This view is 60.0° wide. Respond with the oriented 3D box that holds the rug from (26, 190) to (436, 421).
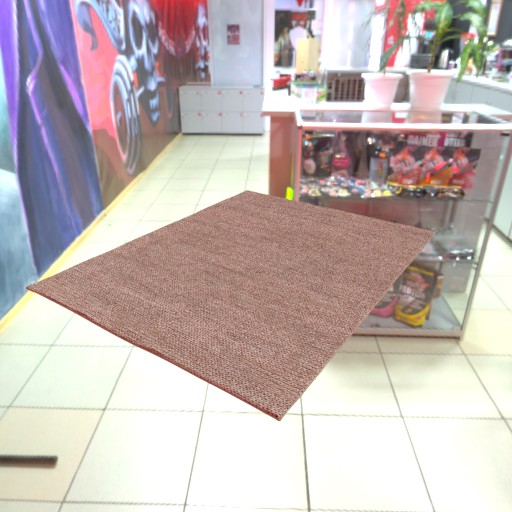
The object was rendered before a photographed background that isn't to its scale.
[{"bbox_3d":[0.000,0.000,4.083,2.429,0.030,3.052,17,31,31],"label":"rug"}]
